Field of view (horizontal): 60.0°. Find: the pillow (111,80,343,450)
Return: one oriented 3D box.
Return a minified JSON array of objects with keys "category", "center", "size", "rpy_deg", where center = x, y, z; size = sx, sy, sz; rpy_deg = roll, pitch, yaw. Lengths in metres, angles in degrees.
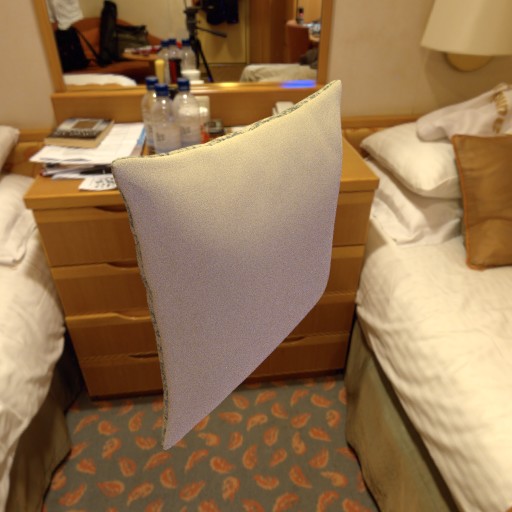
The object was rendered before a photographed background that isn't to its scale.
[{"category":"pillow","center":[0.000,0.000,0.778],"size":[0.166,0.510,0.523],"rpy_deg":[22,39,30]}]
